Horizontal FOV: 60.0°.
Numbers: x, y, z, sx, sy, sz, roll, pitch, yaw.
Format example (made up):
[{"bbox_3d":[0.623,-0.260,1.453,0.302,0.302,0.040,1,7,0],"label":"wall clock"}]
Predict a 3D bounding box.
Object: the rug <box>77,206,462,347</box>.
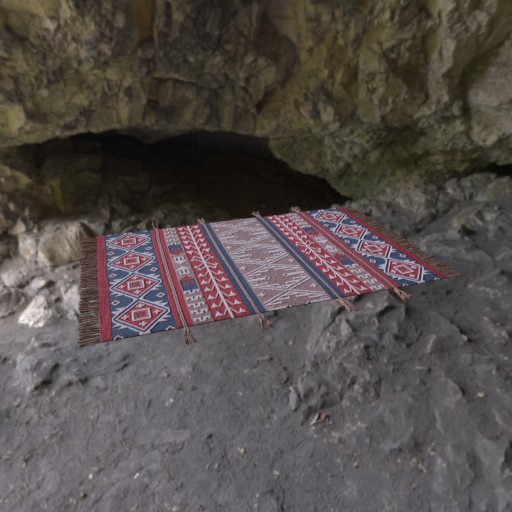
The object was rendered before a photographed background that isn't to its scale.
[{"bbox_3d":[0.000,0.000,2.686,2.025,0.040,1.469,-8,27,-17],"label":"rug"}]
